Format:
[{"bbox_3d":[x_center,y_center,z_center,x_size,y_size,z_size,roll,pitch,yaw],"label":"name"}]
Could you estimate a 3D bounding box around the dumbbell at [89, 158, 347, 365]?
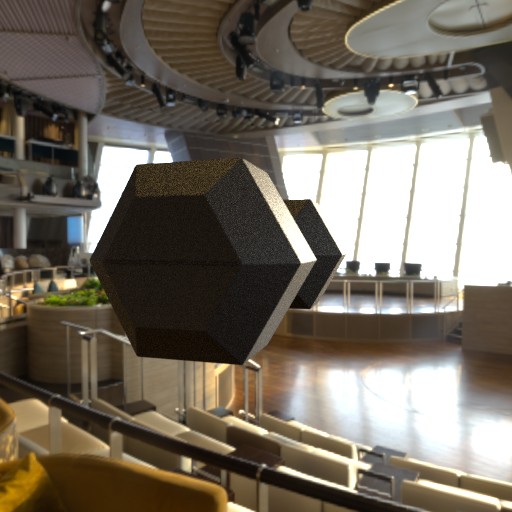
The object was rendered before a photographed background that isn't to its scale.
[{"bbox_3d":[0.000,0.000,0.378,0.129,0.113,0.315,0,1,17],"label":"dumbbell"}]
